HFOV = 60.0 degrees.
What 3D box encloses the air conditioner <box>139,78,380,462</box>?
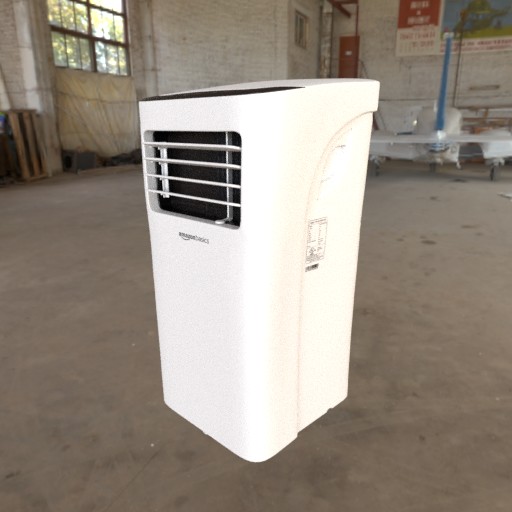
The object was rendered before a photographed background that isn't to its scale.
[{"bbox_3d":[0.000,0.000,0.941,0.352,0.716,0.369,15,22,41],"label":"air conditioner"}]
